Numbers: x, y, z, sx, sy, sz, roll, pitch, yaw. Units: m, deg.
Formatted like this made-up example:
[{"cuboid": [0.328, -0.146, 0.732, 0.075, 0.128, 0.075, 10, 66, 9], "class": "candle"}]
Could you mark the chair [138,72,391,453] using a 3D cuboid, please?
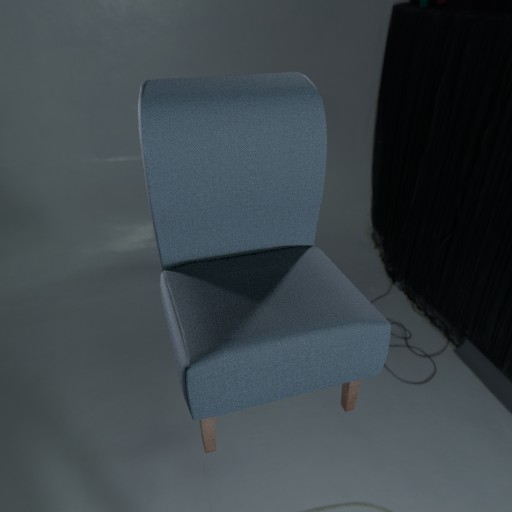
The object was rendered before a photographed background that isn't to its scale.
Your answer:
[{"cuboid": [0.000, 0.000, 1.164, 0.513, 0.804, 0.592, -10, 33, -16], "class": "chair"}]
